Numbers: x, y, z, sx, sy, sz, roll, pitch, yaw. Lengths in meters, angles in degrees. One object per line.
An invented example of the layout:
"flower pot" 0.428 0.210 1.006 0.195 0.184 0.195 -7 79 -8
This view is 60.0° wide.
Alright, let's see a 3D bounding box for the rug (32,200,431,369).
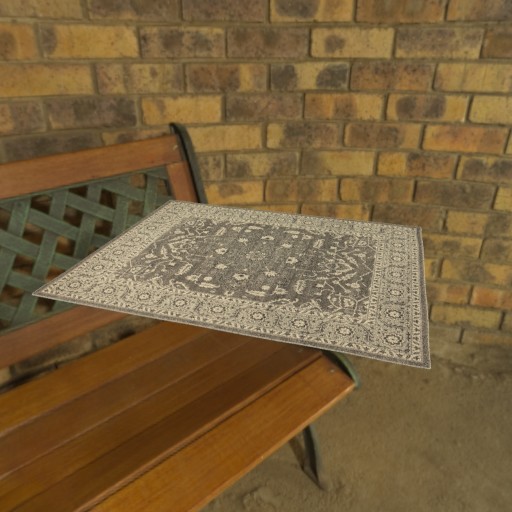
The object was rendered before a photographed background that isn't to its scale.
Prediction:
"rug" 0.000 0.000 4.239 3.069 0.026 2.451 8 27 15
